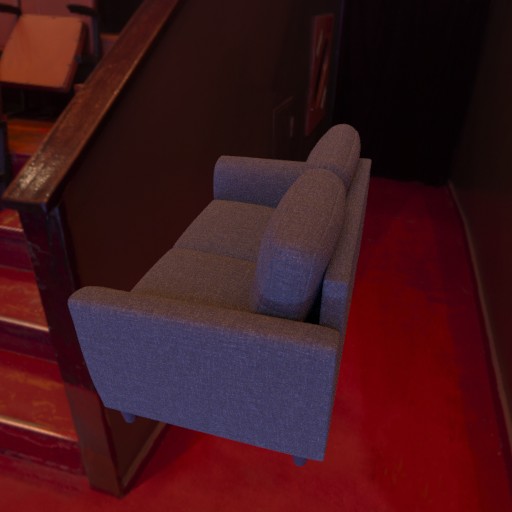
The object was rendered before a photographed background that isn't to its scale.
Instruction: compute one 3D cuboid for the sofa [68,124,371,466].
[{"bbox_3d":[0.000,0.000,1.930,0.851,0.885,1.423,8,32,14],"label":"sofa"}]
